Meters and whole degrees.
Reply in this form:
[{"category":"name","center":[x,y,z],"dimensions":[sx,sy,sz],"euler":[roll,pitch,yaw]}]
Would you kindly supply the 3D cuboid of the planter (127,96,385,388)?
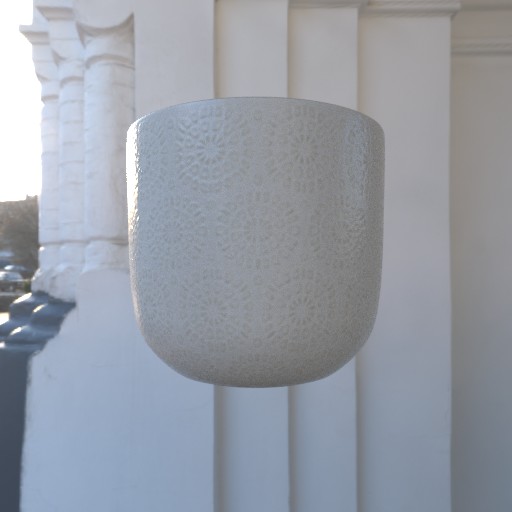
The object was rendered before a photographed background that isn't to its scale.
[{"category":"planter","center":[0.000,0.000,0.370],"dimensions":[0.208,0.190,0.208],"euler":[0,-1,0]}]
